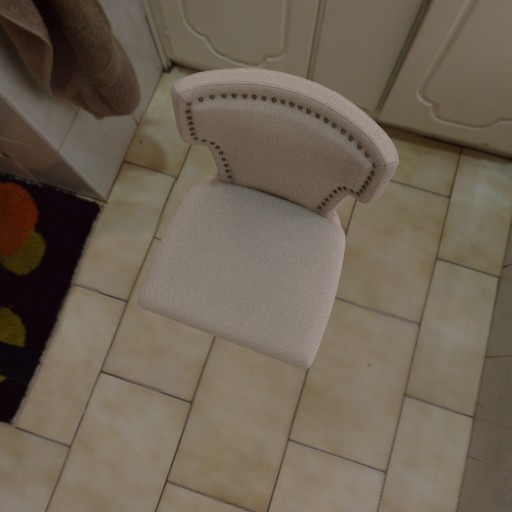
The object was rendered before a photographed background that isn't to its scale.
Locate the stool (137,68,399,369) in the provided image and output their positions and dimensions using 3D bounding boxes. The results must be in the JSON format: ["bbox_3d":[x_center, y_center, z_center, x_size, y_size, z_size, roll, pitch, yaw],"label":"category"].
[{"bbox_3d":[0.000,0.000,1.405,0.526,1.092,0.563,20,77,5],"label":"stool"}]
